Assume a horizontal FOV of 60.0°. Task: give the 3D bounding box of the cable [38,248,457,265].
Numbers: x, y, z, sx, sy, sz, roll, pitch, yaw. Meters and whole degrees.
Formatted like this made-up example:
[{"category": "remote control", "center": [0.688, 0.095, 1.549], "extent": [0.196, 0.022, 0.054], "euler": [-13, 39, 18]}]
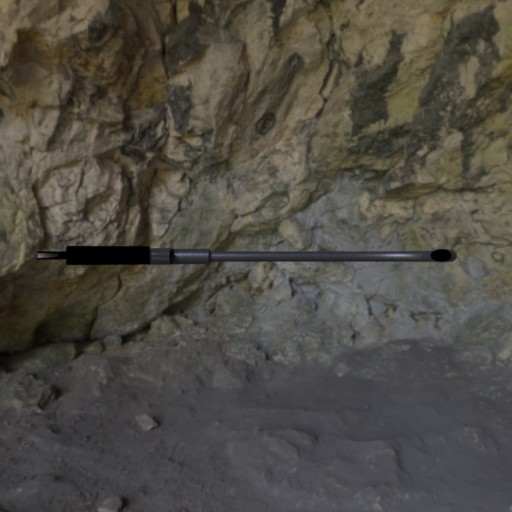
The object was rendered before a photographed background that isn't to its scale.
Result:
[{"category": "cable", "center": [0.000, 0.000, 0.111], "extent": [0.098, 0.005, 0.041], "euler": [0, -1, 1]}]
